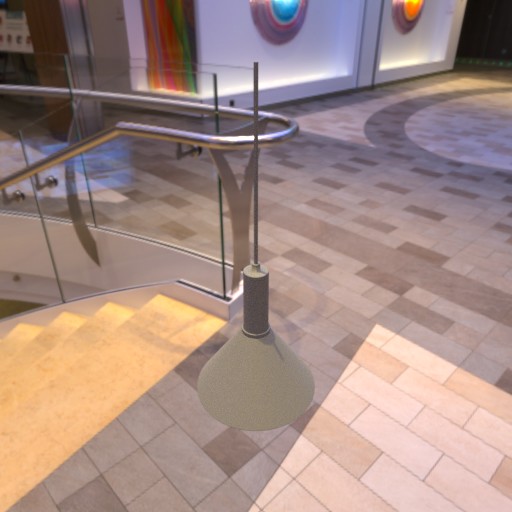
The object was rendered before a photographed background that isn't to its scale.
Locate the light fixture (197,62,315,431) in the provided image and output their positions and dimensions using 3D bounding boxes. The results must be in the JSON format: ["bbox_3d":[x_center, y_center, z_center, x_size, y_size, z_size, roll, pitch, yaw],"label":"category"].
[{"bbox_3d":[0.000,0.000,0.847,0.267,0.683,0.267,0,30,0],"label":"light fixture"}]
